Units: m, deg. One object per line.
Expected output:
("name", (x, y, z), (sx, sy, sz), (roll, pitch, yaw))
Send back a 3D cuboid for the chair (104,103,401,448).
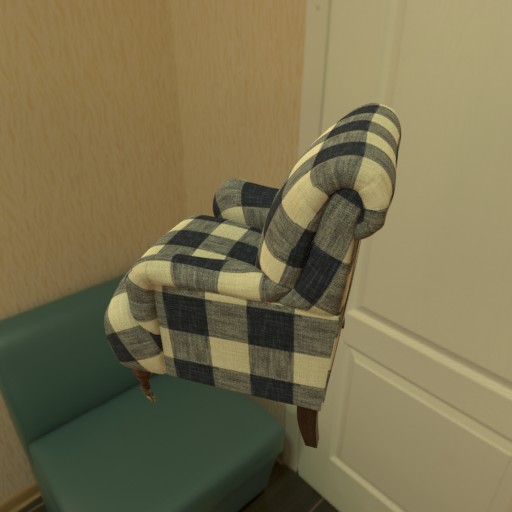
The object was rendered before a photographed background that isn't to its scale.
("chair", (0.000, 0.000, 1.558), (0.848, 0.953, 0.781), (9, 30, 15))
